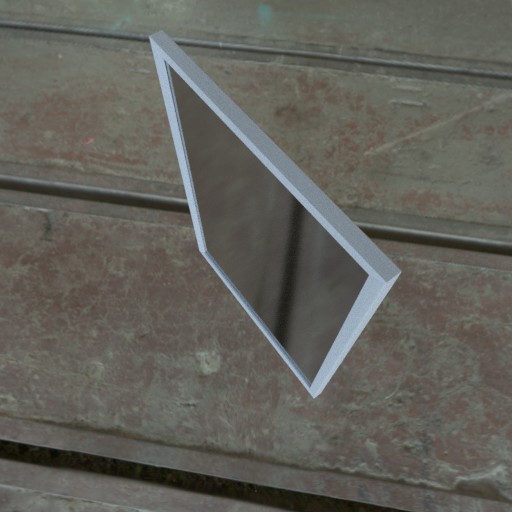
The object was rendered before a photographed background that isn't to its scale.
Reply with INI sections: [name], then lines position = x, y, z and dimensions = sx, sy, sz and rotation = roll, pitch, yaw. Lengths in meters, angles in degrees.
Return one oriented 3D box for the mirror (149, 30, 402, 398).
[mirror]
position = 0.000, 0.000, 1.313
dimensions = 0.040, 1.016, 0.762
rotation = -33, 67, -16
